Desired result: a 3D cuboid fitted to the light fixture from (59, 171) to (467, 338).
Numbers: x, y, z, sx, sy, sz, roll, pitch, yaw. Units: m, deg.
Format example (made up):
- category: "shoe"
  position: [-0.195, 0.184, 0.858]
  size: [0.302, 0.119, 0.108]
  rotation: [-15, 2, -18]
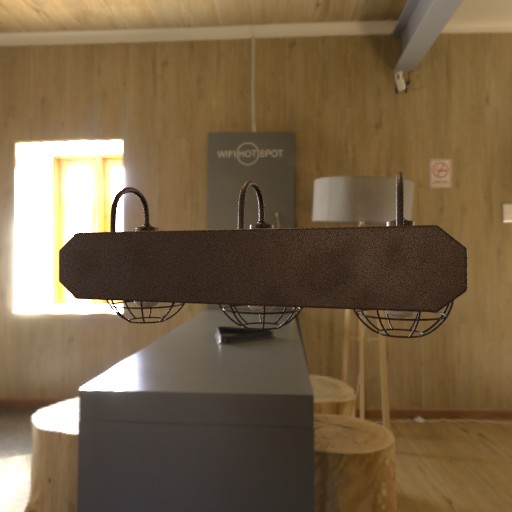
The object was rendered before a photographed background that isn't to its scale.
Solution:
- category: "light fixture"
  position: [0.000, 0.000, 0.764]
  size: [0.634, 0.254, 0.229]
  rotation: [0, 0, 18]
